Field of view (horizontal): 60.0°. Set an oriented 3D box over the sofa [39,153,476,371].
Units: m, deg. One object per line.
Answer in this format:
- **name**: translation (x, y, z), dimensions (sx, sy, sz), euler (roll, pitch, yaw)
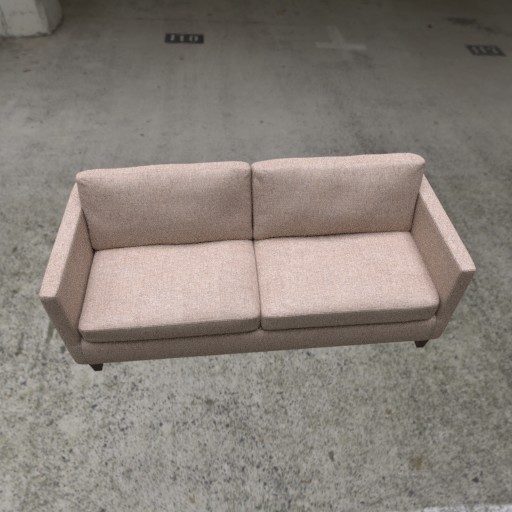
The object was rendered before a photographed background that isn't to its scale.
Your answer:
- **sofa**: translation (0.000, 0.000, 2.684), dimensions (2.208, 0.965, 0.951), euler (-3, 47, -3)
